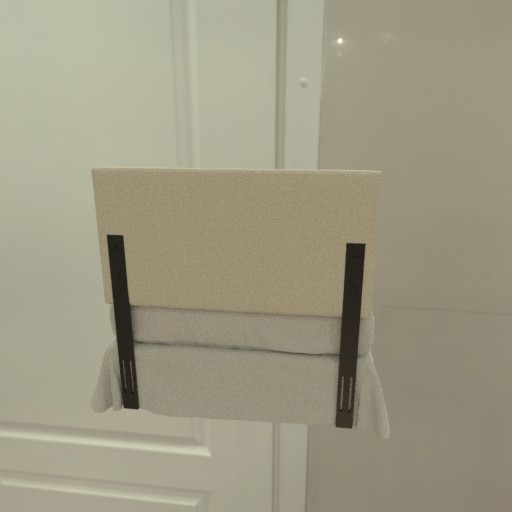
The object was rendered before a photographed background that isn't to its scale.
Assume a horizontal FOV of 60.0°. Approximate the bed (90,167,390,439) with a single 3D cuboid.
[{"bbox_3d":[0.000,0.000,3.599,1.936,1.577,2.222,2,17,8],"label":"bed"}]
